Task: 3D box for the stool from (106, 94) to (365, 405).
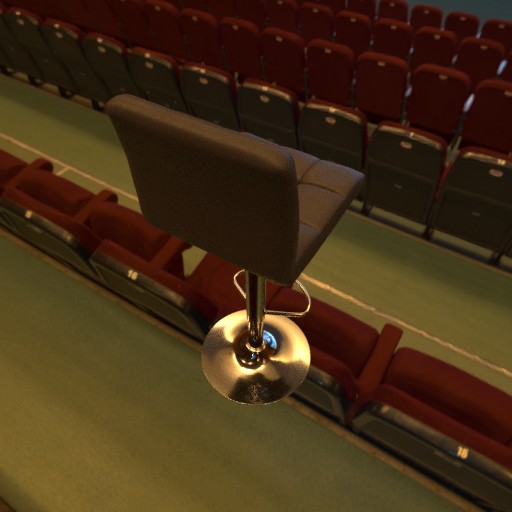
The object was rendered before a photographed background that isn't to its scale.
[{"bbox_3d":[0.000,0.000,1.331,0.430,1.115,0.505,24,51,21],"label":"stool"}]
